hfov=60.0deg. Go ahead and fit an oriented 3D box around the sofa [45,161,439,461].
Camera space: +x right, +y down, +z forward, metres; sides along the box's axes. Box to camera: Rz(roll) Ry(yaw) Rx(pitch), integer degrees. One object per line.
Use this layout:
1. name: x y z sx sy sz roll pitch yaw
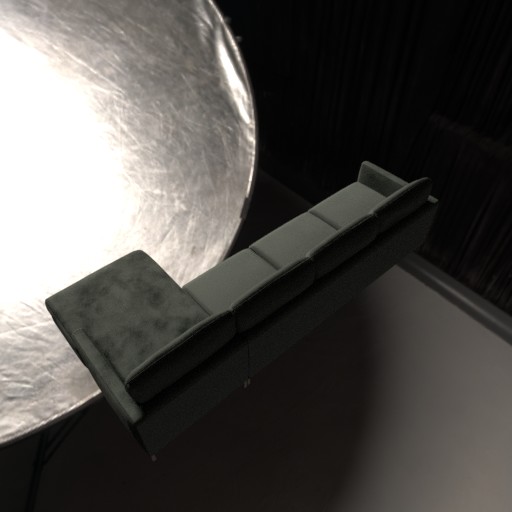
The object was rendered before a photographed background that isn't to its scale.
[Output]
1. sofa: 0.000 0.000 3.260 2.725 0.756 1.255 -32 54 -27
